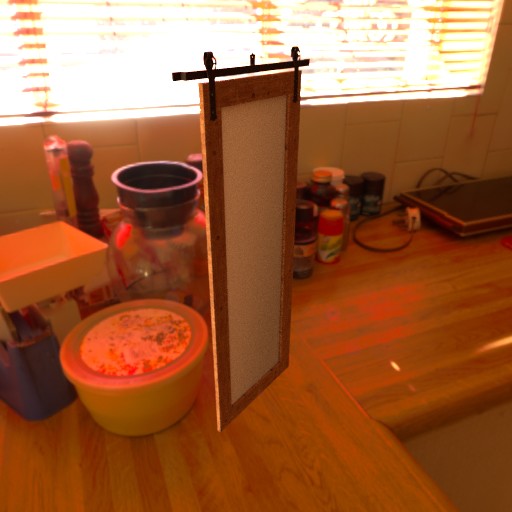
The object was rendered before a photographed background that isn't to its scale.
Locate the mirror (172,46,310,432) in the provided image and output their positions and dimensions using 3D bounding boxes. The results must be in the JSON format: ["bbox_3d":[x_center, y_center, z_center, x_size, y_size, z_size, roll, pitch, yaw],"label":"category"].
[{"bbox_3d":[0.000,0.000,2.112,0.042,1.793,0.847,20,33,33],"label":"mirror"}]
